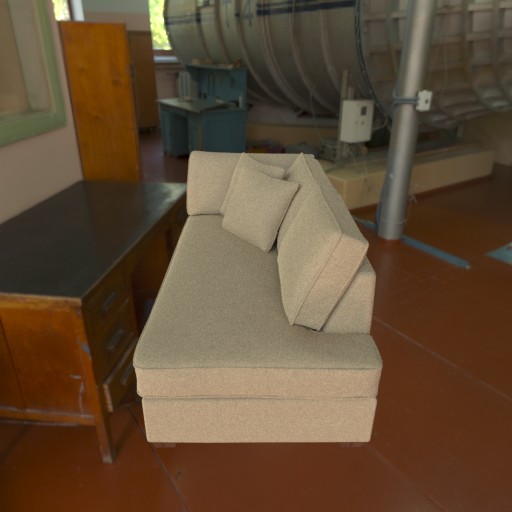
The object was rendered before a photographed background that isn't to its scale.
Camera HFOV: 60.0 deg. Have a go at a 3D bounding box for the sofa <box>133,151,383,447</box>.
[{"bbox_3d":[0.000,0.000,2.878,1.110,1.033,2.237,0,26,0],"label":"sofa"}]
